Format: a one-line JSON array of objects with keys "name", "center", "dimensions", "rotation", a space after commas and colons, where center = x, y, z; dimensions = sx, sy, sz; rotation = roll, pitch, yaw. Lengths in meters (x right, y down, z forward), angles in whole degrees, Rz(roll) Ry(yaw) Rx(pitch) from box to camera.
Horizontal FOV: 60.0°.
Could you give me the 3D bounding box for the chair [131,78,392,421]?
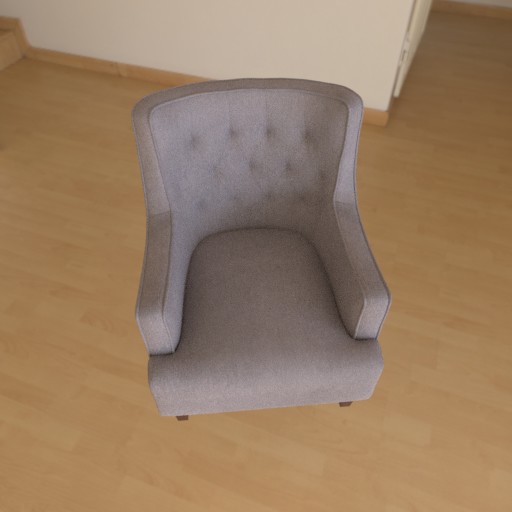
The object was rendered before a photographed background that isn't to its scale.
[{"name": "chair", "center": [0.000, 0.000, 1.602], "dimensions": [0.781, 0.919, 0.910], "rotation": [-4, 49, -3]}]
